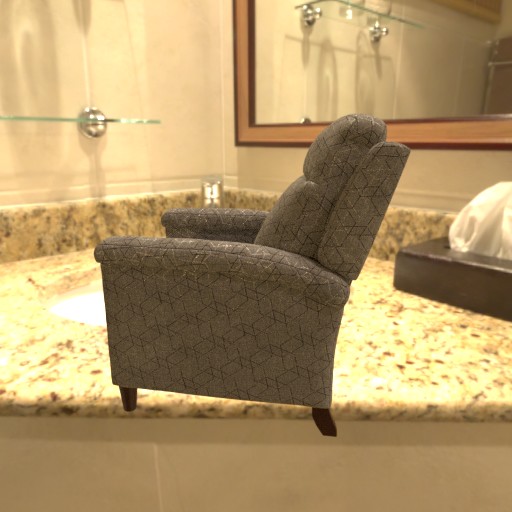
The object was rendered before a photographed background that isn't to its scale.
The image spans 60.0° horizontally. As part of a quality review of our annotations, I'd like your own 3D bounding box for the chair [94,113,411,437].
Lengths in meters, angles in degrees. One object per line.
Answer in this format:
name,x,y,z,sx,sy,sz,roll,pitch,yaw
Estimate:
chair,0.000,0.000,1.739,0.987,1.048,0.753,2,15,9
